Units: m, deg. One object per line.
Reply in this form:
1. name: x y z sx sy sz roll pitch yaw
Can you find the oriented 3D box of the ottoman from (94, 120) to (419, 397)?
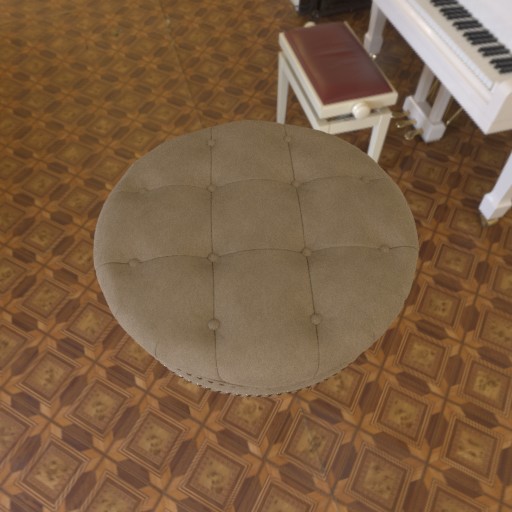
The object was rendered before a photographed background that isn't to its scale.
1. ottoman: 0.000 0.000 1.377 0.901 0.439 0.901 0 56 0
